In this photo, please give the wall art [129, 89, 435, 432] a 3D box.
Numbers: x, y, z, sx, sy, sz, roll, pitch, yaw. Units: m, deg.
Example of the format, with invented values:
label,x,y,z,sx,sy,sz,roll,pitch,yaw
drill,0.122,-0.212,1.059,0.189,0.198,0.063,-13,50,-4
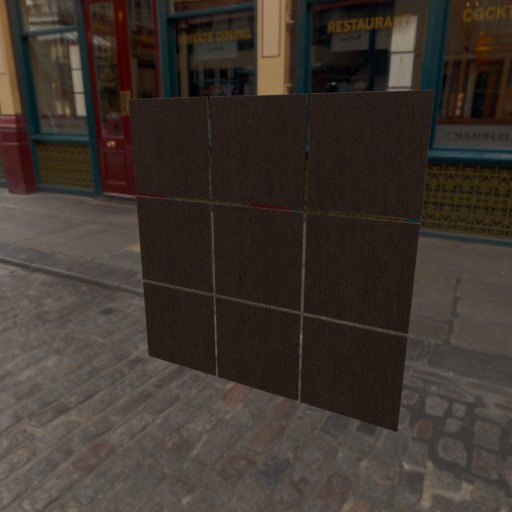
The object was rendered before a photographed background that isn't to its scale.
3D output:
label,x,y,z,sx,sy,sz,roll,pitch,yaw
wall art,0.000,0.000,2.235,1.527,1.525,0.014,9,19,27
